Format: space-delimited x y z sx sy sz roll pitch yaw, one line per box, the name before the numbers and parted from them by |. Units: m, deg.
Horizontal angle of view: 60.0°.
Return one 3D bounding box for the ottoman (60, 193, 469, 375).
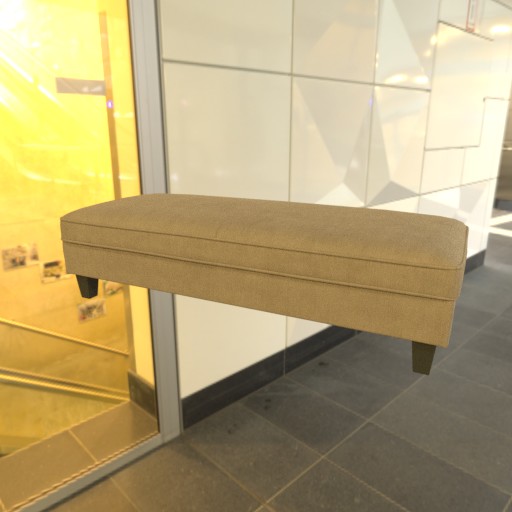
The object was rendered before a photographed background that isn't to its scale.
ottoman | 0.000 0.000 2.069 1.764 0.470 0.751 8 18 25
